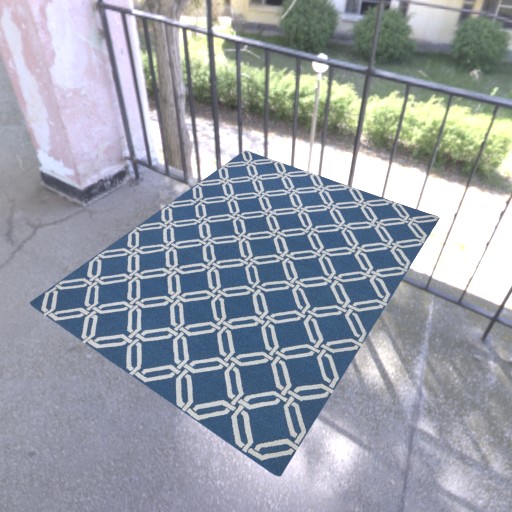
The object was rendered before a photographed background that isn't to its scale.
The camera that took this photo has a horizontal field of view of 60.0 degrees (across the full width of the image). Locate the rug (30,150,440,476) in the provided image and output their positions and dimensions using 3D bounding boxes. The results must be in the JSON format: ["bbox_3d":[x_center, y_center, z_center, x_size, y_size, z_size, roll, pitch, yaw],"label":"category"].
[{"bbox_3d":[0.000,0.000,3.794,2.277,0.020,2.867,25,48,25],"label":"rug"}]
